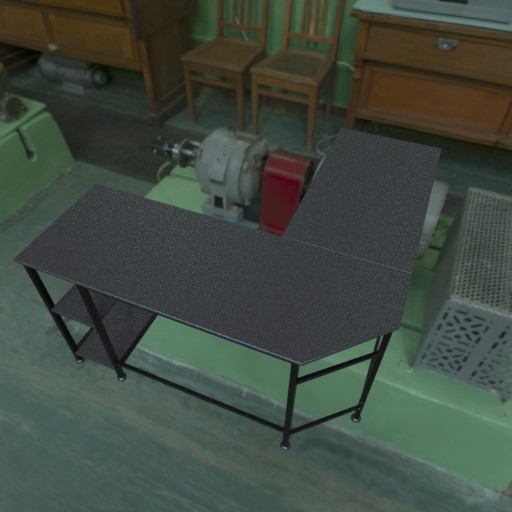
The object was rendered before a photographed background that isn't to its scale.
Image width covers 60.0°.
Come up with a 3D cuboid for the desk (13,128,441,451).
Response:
[{"bbox_3d":[0.000,0.000,2.168,1.379,0.739,1.379,17,49,15],"label":"desk"}]
